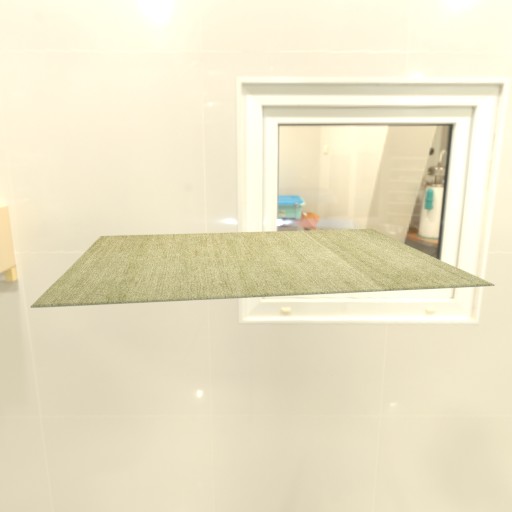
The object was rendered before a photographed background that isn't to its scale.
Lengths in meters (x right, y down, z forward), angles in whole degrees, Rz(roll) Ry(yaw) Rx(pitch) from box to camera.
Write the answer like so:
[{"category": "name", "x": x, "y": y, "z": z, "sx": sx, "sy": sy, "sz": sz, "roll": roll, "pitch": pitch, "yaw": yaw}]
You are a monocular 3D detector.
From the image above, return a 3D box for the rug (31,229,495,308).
[{"category": "rug", "x": 0.000, "y": 0.000, "z": 2.907, "sx": 2.270, "sy": 0.017, "sz": 1.606, "roll": -2, "pitch": 14, "yaw": -8}]
